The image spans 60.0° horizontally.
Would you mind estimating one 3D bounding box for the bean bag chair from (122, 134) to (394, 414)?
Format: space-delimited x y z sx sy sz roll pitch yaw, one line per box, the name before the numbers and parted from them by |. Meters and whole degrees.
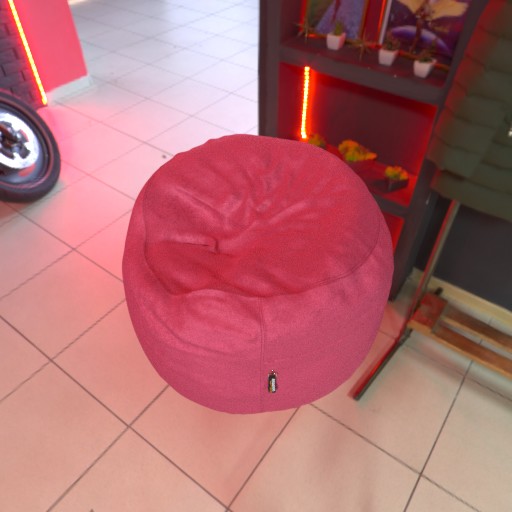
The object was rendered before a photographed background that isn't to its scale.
bean bag chair | 0.000 0.000 2.040 1.218 0.788 1.218 0 45 0
